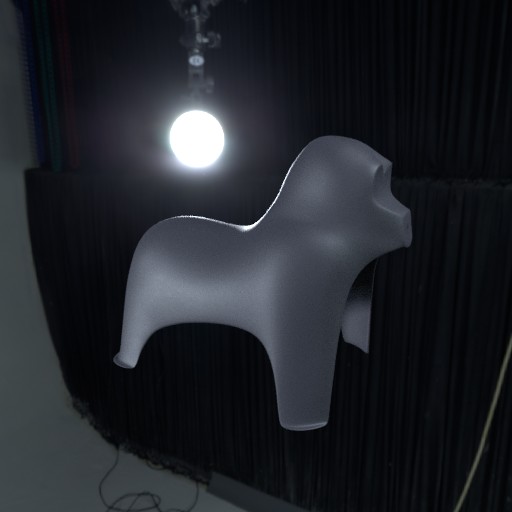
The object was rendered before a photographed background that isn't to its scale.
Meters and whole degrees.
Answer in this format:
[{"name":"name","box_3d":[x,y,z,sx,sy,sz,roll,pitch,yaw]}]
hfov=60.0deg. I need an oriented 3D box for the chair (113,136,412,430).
[{"name":"chair","box_3d":[0.000,0.000,1.156,0.758,0.600,0.490,7,15,26]}]
